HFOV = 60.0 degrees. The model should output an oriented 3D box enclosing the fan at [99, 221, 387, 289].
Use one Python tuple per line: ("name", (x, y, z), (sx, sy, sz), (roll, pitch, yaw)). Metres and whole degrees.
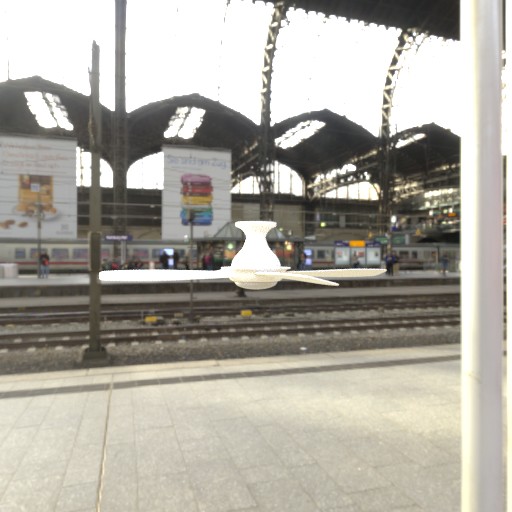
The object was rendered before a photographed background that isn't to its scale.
("fan", (0.000, 0.000, 2.543), (1.694, 0.382, 1.693), (0, 0, -19))
